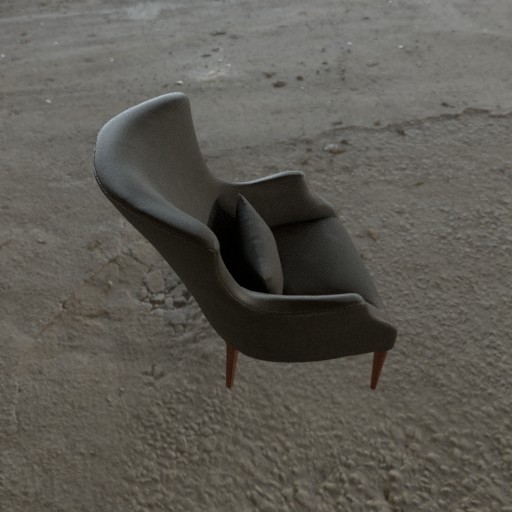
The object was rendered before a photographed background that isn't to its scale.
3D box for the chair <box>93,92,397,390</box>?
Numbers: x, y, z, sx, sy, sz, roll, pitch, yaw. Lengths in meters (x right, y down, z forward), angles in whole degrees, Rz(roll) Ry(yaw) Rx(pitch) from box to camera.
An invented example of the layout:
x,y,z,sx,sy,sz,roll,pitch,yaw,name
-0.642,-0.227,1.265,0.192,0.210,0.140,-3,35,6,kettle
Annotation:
x,y,z,sx,sy,sz,roll,pitch,yaw,name
0.000,0.000,1.716,0.954,1.068,0.819,-8,47,-8,chair
